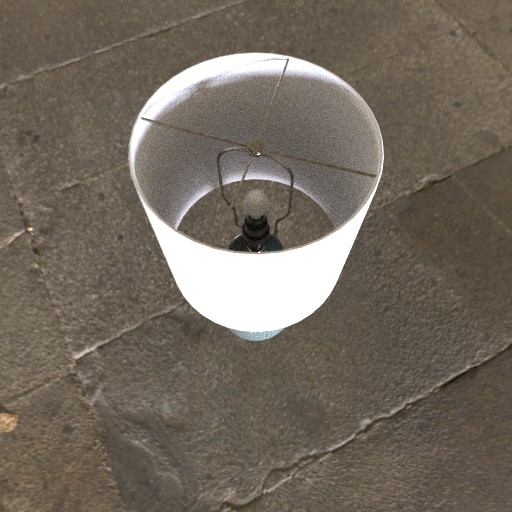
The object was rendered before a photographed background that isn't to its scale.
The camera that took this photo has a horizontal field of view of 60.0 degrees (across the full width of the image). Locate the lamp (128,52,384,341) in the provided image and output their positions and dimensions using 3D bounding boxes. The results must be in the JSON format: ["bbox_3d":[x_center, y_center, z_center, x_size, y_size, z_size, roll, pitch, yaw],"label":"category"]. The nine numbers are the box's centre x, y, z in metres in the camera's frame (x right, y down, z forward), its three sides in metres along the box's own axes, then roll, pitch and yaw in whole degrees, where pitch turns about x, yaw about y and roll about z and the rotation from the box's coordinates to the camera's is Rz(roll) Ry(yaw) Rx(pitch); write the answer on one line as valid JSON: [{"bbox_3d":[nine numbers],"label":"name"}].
[{"bbox_3d":[0.000,0.000,0.582,0.217,0.453,0.217,16,65,7],"label":"lamp"}]
